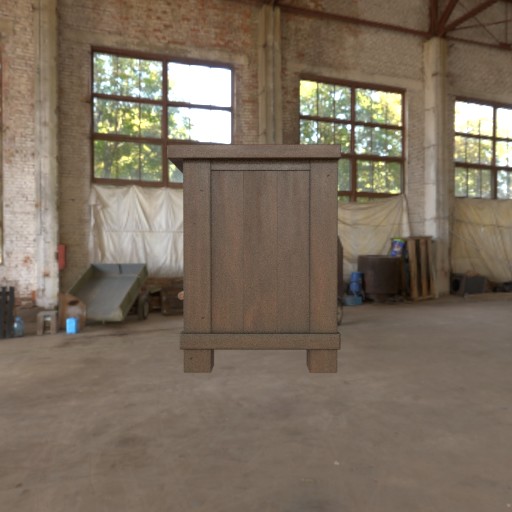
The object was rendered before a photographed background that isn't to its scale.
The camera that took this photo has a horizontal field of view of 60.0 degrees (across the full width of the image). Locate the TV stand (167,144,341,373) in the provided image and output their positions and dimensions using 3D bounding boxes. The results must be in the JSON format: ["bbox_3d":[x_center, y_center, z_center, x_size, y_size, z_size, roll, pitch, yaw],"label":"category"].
[{"bbox_3d":[0.000,0.000,2.106,0.471,0.615,1.866,0,1,0],"label":"TV stand"}]
